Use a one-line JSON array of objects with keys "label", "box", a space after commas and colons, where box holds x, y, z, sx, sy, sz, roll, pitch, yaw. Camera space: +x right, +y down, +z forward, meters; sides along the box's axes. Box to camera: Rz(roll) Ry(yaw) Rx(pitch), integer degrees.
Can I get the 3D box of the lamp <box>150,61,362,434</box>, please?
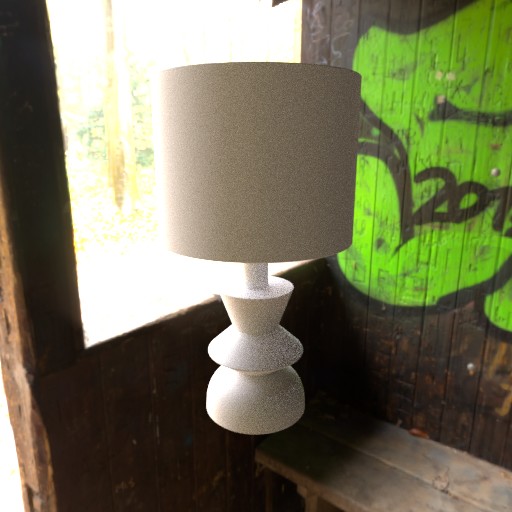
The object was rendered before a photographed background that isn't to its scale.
[{"label": "lamp", "box": [0.000, 0.000, 0.713, 0.301, 0.533, 0.301, 3, 15, 10]}]
